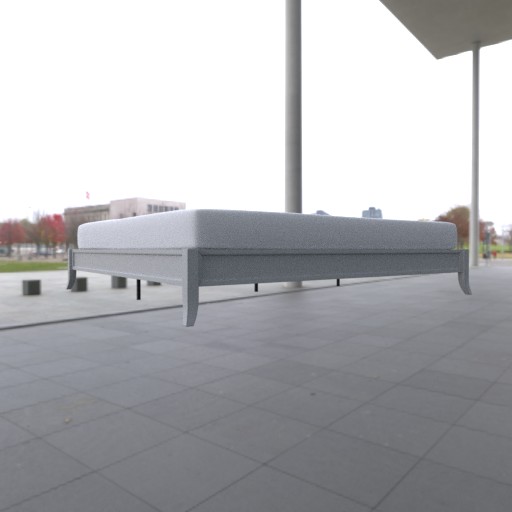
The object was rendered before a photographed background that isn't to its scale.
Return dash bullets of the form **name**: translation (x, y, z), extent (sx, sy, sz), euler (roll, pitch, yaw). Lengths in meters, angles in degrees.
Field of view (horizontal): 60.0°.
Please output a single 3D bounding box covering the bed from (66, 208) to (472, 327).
- **bed**: translation (0.000, 0.000, 3.150), extent (2.108, 0.510, 2.007), euler (-1, 1, -36)
